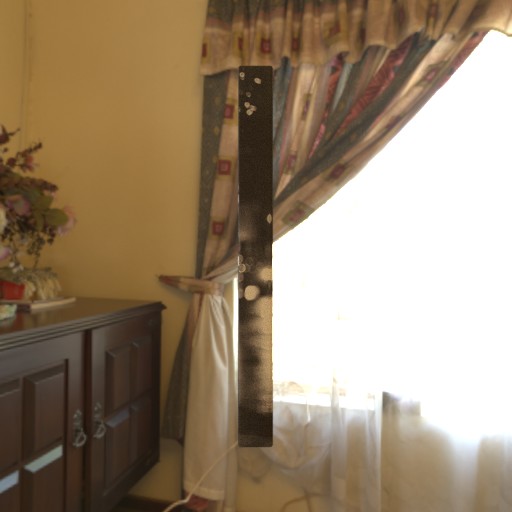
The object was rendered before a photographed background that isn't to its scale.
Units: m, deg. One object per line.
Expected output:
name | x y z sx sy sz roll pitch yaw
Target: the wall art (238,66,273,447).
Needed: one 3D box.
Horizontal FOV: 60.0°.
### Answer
wall art | 0.000 0.000 0.774 0.037 0.406 0.609 0 0 0
